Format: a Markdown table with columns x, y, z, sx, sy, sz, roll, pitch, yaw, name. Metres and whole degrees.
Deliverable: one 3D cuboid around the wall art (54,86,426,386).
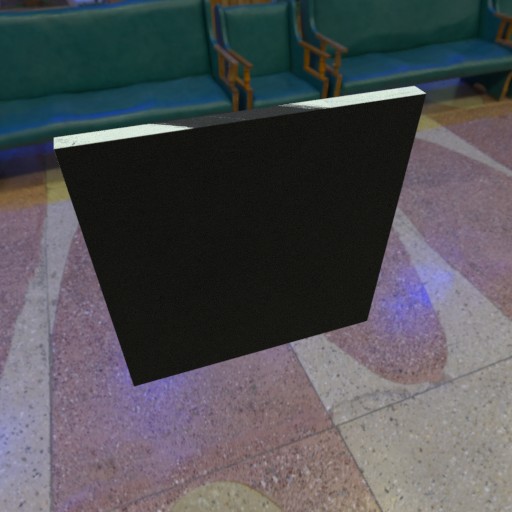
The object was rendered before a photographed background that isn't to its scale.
| x | y | z | sx | sy | sz | roll | pitch | yaw | name |
| --- | --- | --- | --- | --- | --- | --- | --- | --- | --- |
| 0.000 | 0.000 | 1.140 | 0.765 | 0.765 | 0.046 | -13 | 44 | -14 | wall art |
